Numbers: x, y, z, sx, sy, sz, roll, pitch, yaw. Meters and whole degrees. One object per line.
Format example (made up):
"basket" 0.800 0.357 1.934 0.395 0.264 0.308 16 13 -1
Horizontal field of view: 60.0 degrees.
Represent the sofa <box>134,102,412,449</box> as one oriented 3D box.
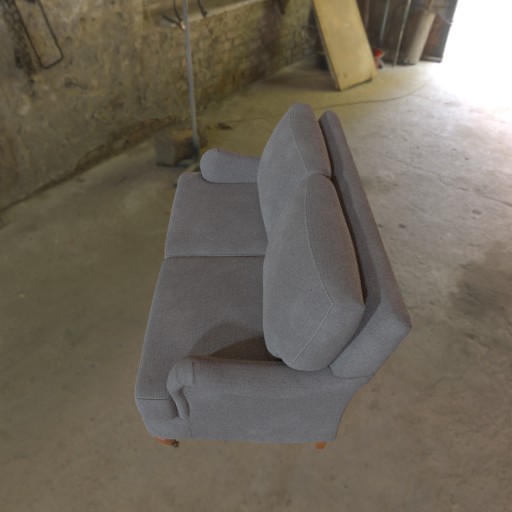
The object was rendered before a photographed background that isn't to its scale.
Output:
"sofa" 0.000 0.000 2.504 1.084 1.101 1.853 -1 42 -1
